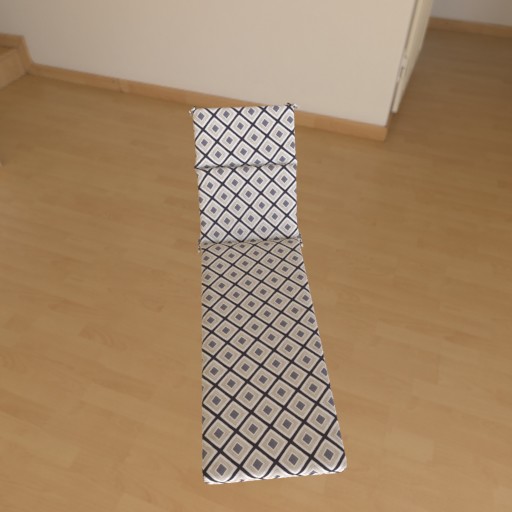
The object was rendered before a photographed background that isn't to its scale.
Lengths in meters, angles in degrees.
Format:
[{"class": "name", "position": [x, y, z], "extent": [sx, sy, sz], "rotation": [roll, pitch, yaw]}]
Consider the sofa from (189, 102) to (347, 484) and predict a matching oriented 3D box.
[{"class": "sofa", "position": [0.000, 0.000, 1.949], "extent": [0.582, 0.622, 1.663], "rotation": [-4, 47, -3]}]
